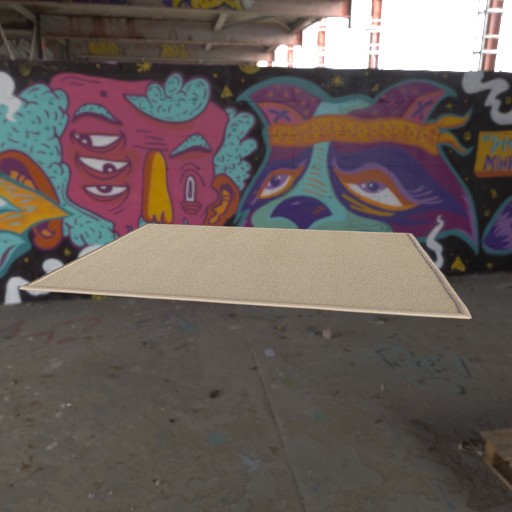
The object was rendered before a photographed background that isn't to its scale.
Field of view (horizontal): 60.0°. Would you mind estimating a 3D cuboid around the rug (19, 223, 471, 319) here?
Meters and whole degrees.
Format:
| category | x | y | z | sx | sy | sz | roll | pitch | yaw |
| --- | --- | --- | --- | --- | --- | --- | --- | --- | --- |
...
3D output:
| category | x | y | z | sx | sy | sz | roll | pitch | yaw |
| --- | --- | --- | --- | --- | --- | --- | --- | --- | --- |
| rug | 0.000 | 0.000 | 2.702 | 2.081 | 0.020 | 1.525 | 3 | 16 | 9 |
